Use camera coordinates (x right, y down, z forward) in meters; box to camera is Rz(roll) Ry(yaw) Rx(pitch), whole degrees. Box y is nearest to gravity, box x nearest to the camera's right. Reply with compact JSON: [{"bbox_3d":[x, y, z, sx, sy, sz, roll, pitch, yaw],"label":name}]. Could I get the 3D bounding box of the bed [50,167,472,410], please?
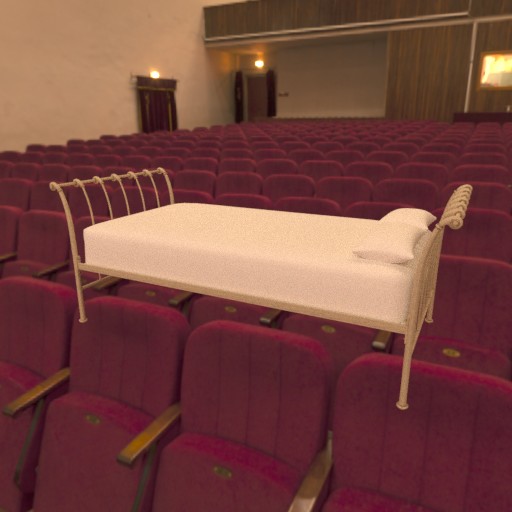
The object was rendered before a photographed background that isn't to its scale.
[{"bbox_3d":[0.000,0.000,2.672,2.228,0.873,1.032,8,19,26],"label":"bed"}]
